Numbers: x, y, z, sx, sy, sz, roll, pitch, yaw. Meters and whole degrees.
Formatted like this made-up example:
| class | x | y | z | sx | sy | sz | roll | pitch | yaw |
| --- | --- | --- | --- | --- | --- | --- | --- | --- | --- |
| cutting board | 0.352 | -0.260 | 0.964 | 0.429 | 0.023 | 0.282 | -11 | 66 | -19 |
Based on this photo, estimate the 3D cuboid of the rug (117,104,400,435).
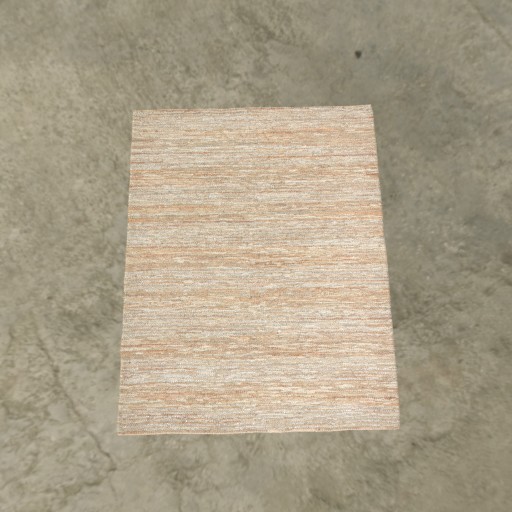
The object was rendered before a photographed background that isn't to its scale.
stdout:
| class | x | y | z | sx | sy | sz | roll | pitch | yaw |
| --- | --- | --- | --- | --- | --- | --- | --- | --- | --- |
| rug | 0.000 | 0.000 | 3.912 | 2.313 | 0.009 | 2.939 | -1 | 77 | 0 |
